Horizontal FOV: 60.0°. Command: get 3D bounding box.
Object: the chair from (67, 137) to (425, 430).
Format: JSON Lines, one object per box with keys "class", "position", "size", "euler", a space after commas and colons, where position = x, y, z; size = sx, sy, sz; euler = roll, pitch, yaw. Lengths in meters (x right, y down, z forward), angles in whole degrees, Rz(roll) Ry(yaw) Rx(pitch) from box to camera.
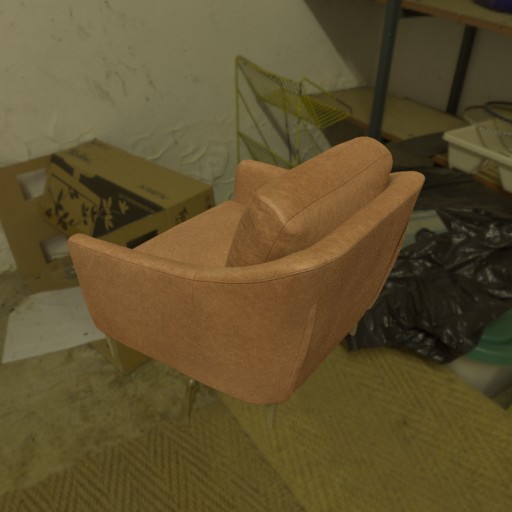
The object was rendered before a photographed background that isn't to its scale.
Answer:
{"class": "chair", "position": [0.000, 0.000, 1.701], "size": [0.963, 0.895, 0.988], "euler": [23, 39, 31]}
